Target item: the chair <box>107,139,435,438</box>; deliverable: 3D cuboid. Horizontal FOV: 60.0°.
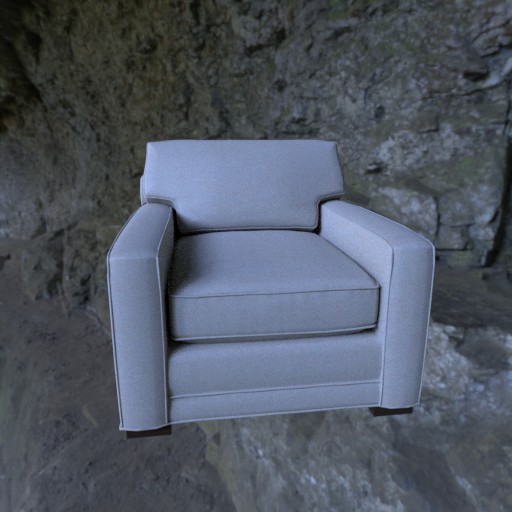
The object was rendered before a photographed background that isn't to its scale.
[{"bbox_3d":[0.000,0.000,1.813,0.998,0.913,1.043,-2,15,-8],"label":"chair"}]
